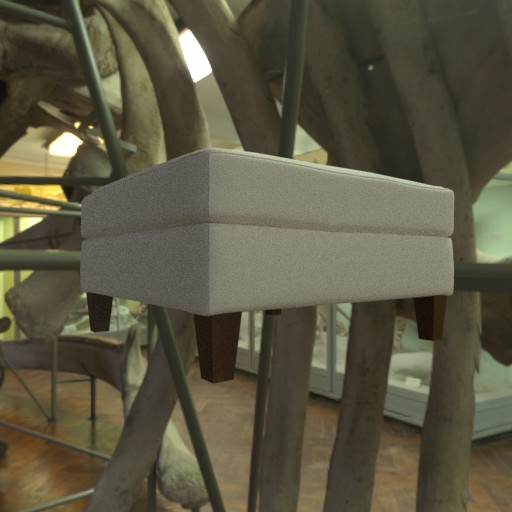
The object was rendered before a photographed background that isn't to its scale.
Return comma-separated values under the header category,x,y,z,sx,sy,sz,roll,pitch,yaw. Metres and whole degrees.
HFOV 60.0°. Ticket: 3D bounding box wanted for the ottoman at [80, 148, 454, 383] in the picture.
category,x,y,z,sx,sy,sz,roll,pitch,yaw
ottoman,0.000,0.000,1.353,0.838,0.479,0.838,0,-1,-37
